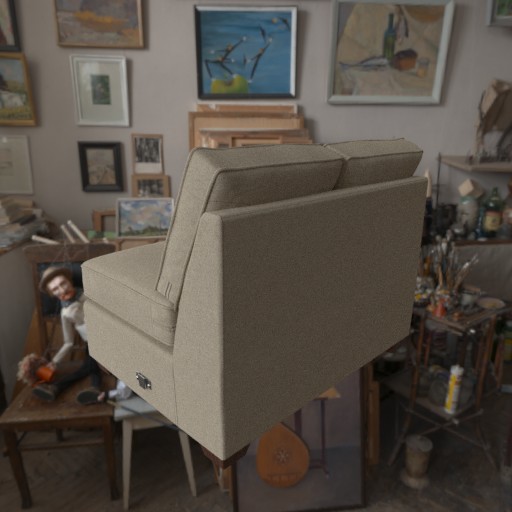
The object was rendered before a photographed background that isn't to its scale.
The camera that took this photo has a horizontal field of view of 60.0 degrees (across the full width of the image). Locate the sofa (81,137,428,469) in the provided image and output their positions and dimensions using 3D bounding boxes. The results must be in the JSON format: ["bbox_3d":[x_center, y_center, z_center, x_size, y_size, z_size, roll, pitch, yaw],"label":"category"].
[{"bbox_3d":[0.000,0.000,1.965,1.237,1.008,0.951,-16,23,-42],"label":"sofa"}]
